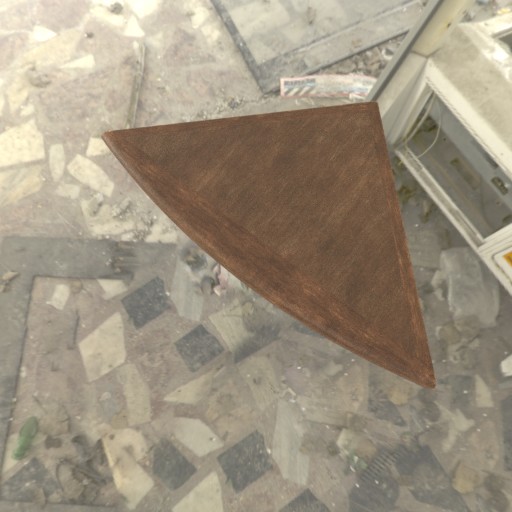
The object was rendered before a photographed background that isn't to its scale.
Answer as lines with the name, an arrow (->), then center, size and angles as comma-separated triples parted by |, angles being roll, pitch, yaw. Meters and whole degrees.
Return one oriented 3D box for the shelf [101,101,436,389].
shelf -> 0.000, 0.000, 0.473 | 0.310, 0.050, 0.310 | -7, 75, -2
